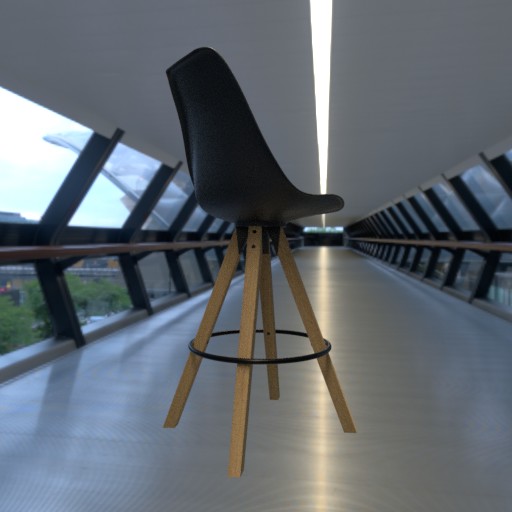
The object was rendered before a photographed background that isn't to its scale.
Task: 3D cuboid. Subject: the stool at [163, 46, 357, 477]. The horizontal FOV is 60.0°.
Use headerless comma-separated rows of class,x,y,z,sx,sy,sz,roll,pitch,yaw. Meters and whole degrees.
stool,0.000,0.000,1.410,0.550,1.115,0.485,-1,2,-37
